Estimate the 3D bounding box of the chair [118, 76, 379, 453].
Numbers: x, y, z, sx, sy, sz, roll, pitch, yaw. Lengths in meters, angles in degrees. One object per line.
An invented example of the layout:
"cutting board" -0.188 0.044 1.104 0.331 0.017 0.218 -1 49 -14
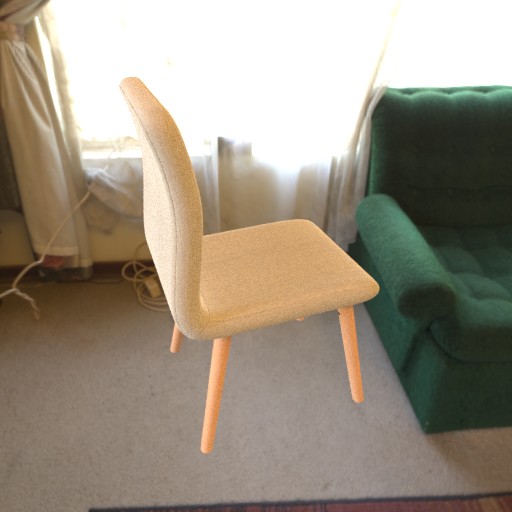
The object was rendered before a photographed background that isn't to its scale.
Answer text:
"chair" 0.000 0.000 1.187 0.550 0.885 0.435 -11 33 -18
